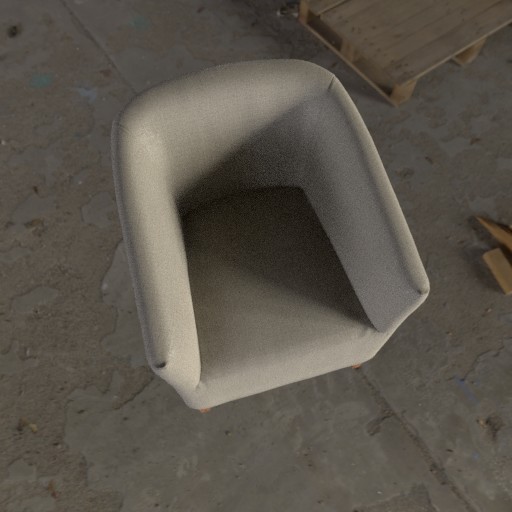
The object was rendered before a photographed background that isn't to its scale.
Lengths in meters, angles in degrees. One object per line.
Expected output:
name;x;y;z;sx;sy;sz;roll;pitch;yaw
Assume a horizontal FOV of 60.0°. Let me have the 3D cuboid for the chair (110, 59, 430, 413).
chair;0.000;0.000;1.255;0.600;0.771;0.668;-14;65;-7
